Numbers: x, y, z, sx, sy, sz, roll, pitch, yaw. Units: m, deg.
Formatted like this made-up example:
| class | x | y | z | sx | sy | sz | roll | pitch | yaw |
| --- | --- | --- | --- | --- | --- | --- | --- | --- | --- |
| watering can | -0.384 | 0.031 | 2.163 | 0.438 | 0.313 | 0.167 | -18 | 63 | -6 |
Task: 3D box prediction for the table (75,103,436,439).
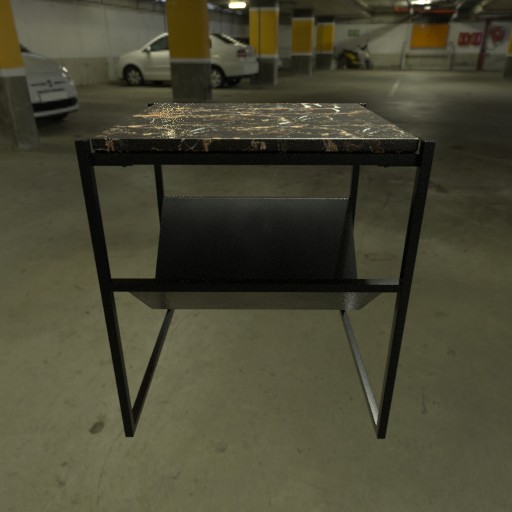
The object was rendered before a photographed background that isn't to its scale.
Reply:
| class | x | y | z | sx | sy | sz | roll | pitch | yaw |
| --- | --- | --- | --- | --- | --- | --- | --- | --- | --- |
| table | 0.000 | 0.000 | 0.882 | 0.469 | 0.534 | 0.432 | 0 | 25 | 0 |
